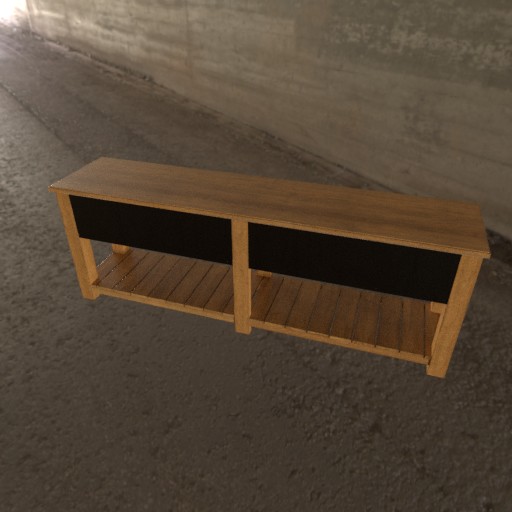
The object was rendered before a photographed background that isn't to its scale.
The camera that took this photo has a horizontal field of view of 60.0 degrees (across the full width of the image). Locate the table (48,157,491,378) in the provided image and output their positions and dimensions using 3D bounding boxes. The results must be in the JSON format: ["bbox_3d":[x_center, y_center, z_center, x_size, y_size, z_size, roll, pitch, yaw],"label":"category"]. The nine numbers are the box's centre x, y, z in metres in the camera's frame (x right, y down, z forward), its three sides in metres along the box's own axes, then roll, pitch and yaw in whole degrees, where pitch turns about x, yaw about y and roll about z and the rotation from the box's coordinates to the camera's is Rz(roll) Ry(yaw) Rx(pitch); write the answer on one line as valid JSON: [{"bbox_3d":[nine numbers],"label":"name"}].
[{"bbox_3d":[0.000,0.000,2.081,1.815,0.635,0.425,10,34,15],"label":"table"}]
